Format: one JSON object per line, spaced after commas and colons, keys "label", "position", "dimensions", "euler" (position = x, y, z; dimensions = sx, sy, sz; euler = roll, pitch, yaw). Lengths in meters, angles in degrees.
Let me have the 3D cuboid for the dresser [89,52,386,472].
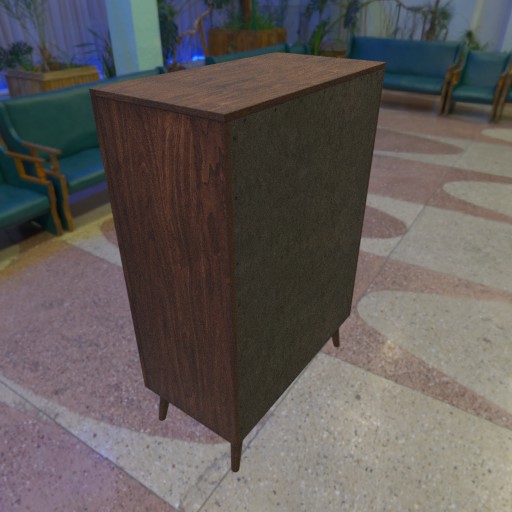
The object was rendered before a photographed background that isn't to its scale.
{"label": "dresser", "position": [0.000, 0.000, 1.767], "dimensions": [0.498, 1.365, 0.919], "euler": [21, 37, 30]}
